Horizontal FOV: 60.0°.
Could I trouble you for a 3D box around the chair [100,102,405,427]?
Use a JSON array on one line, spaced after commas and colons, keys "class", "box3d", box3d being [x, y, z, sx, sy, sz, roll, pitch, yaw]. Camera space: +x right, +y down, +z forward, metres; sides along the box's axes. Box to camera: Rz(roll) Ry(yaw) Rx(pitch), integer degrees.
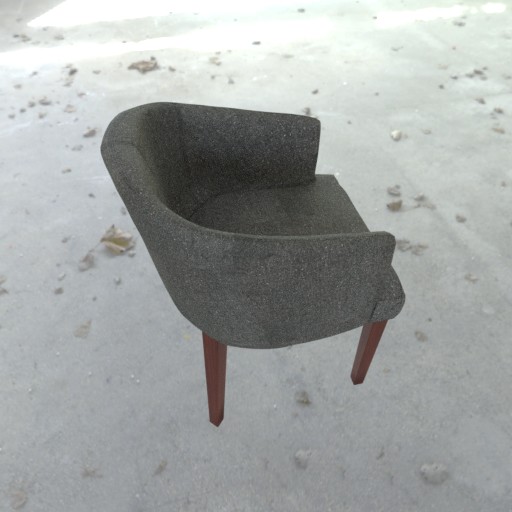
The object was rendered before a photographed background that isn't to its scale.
[{"class": "chair", "box3d": [0.000, 0.000, 1.238, 0.655, 0.811, 0.583, -9, 47, -9]}]
